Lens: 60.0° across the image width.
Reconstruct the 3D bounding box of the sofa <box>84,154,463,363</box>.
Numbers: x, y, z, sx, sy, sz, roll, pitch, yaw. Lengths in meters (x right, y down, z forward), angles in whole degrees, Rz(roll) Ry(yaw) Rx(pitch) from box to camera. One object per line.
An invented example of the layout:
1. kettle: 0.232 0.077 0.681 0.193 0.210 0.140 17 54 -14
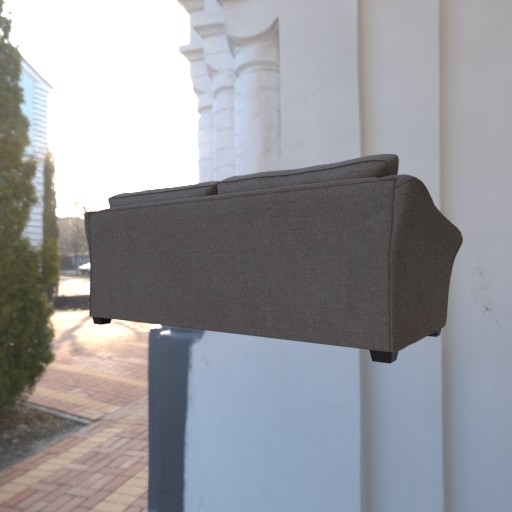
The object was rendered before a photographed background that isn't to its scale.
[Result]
1. sofa: 0.000 0.000 2.767 2.270 0.906 0.986 -1 -1 36
